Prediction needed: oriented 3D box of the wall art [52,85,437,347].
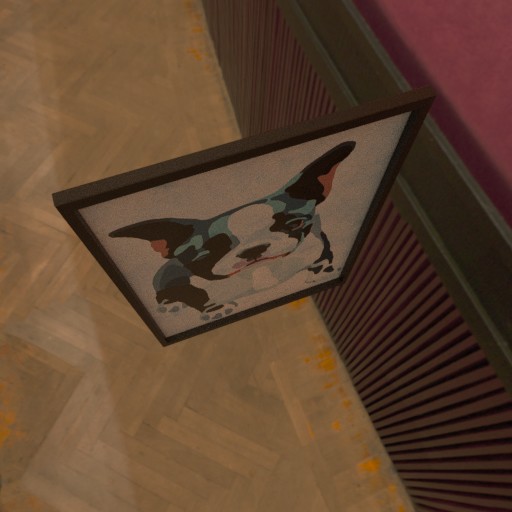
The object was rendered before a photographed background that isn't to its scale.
[{"bbox_3d":[0.000,0.000,1.314,0.774,1.027,0.030,-18,66,-9],"label":"wall art"}]
